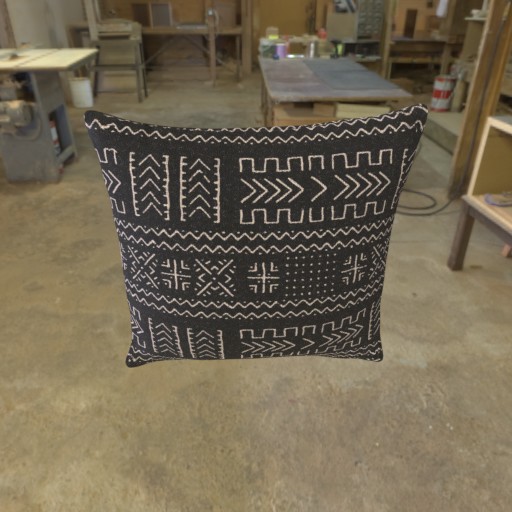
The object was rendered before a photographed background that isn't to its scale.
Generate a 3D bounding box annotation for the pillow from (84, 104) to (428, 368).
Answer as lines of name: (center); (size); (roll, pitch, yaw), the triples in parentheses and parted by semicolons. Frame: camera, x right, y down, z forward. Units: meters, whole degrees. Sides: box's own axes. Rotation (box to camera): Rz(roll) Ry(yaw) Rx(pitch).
pillow: (0.000, 0.000, 0.656); (0.438, 0.430, 0.164); (-1, 30, -2)
